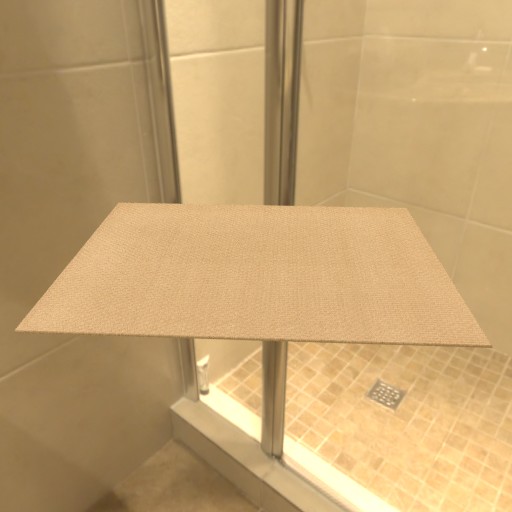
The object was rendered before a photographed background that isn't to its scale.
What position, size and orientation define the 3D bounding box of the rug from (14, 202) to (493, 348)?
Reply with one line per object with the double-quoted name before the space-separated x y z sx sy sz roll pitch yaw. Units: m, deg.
"rug" 0.000 0.000 2.638 2.144 0.013 1.509 1 30 2
